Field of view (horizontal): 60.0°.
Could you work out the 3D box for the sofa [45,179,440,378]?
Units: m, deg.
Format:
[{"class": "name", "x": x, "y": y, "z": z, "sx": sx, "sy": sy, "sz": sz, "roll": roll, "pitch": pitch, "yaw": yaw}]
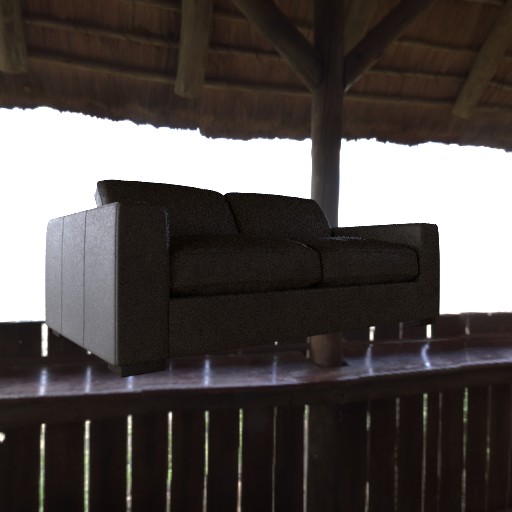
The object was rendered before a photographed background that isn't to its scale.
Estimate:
[{"class": "sofa", "x": 0.000, "y": 0.000, "z": 2.415, "sx": 1.920, "sy": 0.800, "sz": 1.070, "roll": 0, "pitch": 1, "yaw": -37}]
